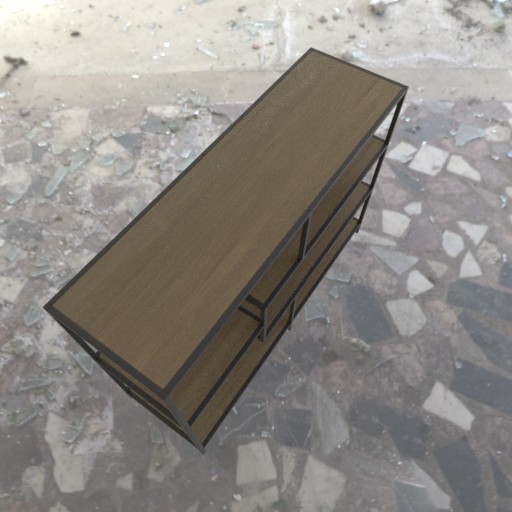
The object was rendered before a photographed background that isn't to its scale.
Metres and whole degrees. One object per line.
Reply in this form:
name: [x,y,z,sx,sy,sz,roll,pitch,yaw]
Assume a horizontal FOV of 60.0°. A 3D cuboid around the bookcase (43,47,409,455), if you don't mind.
bookcase: [0.000,0.000,1.495,0.350,0.780,1.140,31,63,17]
